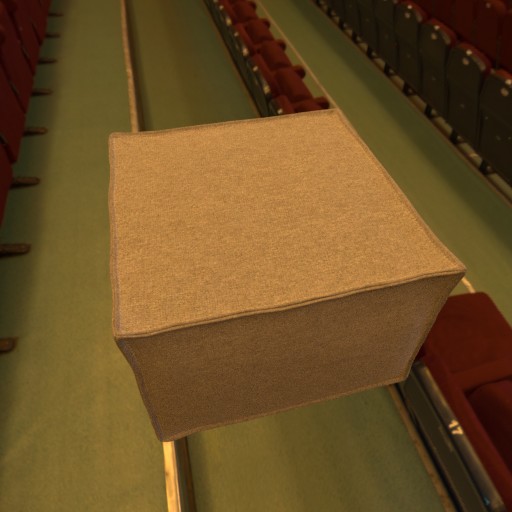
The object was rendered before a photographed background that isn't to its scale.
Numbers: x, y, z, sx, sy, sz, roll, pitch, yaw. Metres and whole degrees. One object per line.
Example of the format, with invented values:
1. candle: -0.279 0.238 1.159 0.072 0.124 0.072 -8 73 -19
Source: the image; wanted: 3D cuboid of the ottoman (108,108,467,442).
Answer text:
1. ottoman: 0.000 0.000 1.175 0.696 0.470 0.707 -10 47 -10
